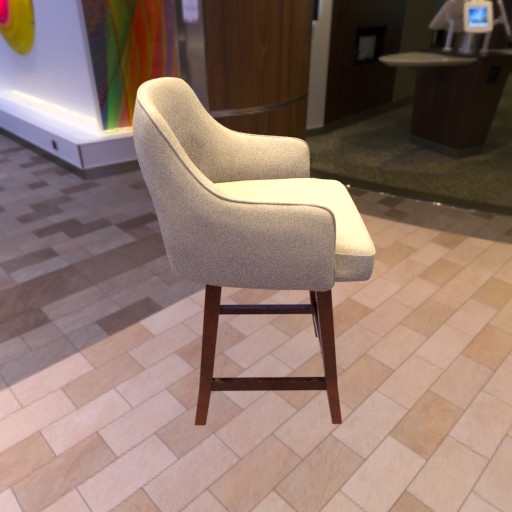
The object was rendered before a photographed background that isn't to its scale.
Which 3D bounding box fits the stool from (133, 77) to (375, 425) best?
[{"bbox_3d":[0.000,0.000,1.278,0.560,0.936,0.550,0,30,-1],"label":"stool"}]
